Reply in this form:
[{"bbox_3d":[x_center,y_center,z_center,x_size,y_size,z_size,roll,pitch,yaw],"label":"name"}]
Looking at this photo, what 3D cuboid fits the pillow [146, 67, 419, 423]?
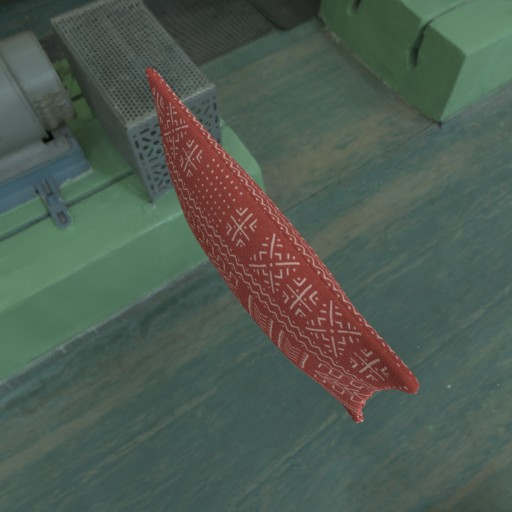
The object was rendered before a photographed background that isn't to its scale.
[{"bbox_3d":[0.000,0.000,0.768,0.130,0.352,0.640,-33,69,-14],"label":"pillow"}]
